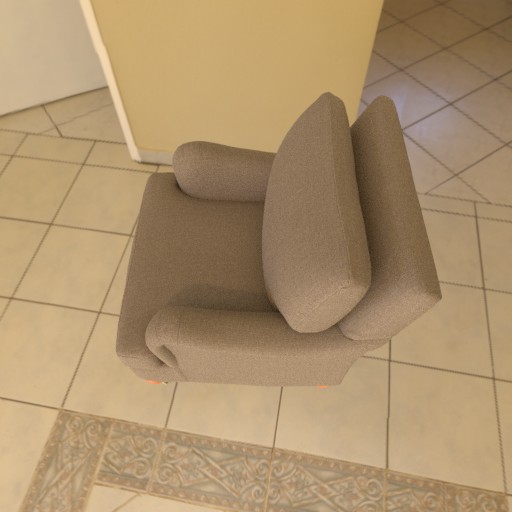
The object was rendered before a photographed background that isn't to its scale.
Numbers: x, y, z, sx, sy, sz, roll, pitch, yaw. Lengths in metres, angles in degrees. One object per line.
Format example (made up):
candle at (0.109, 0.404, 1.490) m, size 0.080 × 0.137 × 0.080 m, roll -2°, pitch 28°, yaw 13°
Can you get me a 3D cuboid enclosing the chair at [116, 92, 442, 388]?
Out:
chair at (0.000, 0.000, 1.862) m, size 1.070 × 1.038 × 0.955 m, roll 0°, pitch 57°, yaw 0°
